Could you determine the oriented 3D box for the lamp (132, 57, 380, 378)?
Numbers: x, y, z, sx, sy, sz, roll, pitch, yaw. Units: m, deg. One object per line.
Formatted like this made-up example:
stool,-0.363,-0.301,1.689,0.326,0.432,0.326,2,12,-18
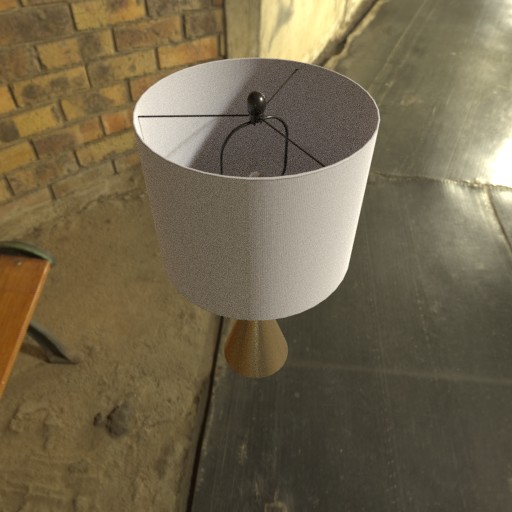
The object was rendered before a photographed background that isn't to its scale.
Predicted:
lamp,0.000,0.000,0.745,0.304,0.573,0.304,-25,51,-22
